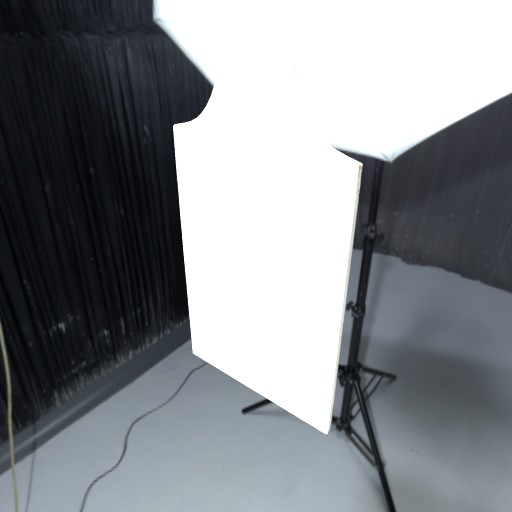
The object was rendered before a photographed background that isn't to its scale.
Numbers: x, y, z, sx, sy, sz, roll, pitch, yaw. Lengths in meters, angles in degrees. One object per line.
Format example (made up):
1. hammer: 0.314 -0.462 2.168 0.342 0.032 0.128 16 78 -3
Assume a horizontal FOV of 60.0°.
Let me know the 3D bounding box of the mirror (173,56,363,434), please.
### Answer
1. mirror: 0.000 0.000 0.879 0.403 0.717 0.022 22 36 33
